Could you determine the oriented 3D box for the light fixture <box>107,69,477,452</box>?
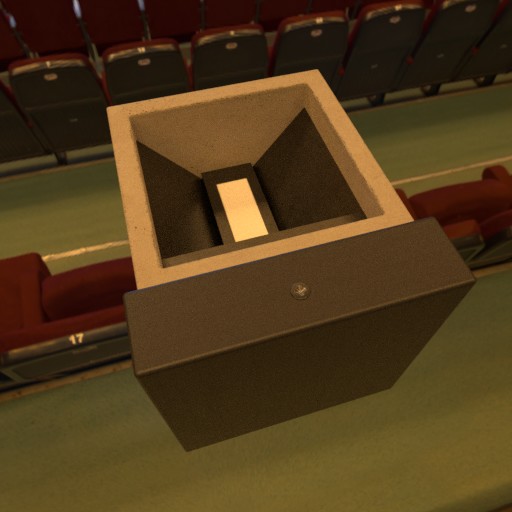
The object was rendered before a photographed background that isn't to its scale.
[{"bbox_3d":[0.000,0.000,0.233,0.121,0.121,0.143,-14,57,-9],"label":"light fixture"}]
